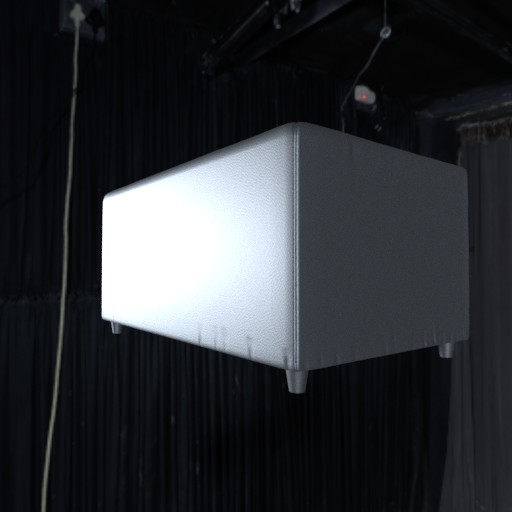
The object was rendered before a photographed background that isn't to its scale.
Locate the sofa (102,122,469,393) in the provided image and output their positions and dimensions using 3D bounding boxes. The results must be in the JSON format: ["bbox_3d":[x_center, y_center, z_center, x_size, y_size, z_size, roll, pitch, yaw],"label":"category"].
[{"bbox_3d":[0.000,0.000,1.878,0.845,0.735,1.410,1,-2,-38],"label":"sofa"}]
